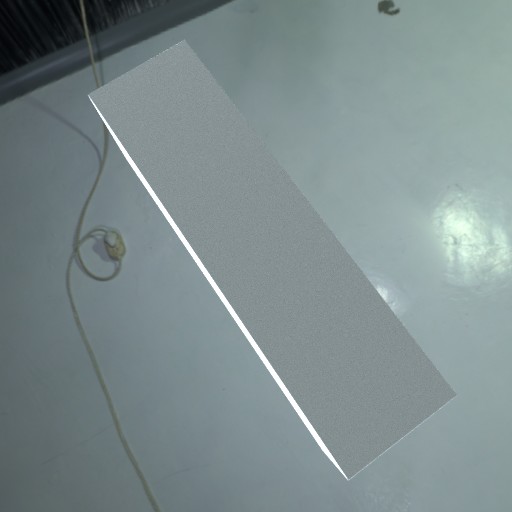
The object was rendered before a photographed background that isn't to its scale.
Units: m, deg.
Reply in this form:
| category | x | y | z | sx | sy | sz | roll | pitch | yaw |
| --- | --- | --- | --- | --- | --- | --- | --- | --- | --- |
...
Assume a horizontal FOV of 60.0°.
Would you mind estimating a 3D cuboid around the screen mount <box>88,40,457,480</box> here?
| category | x | y | z | sx | sy | sz | roll | pitch | yaw |
| --- | --- | --- | --- | --- | --- | --- | --- | --- | --- |
| screen mount | 0.000 | 0.000 | 1.718 | 0.400 | 0.619 | 1.490 | -34 | 78 | -8 |
